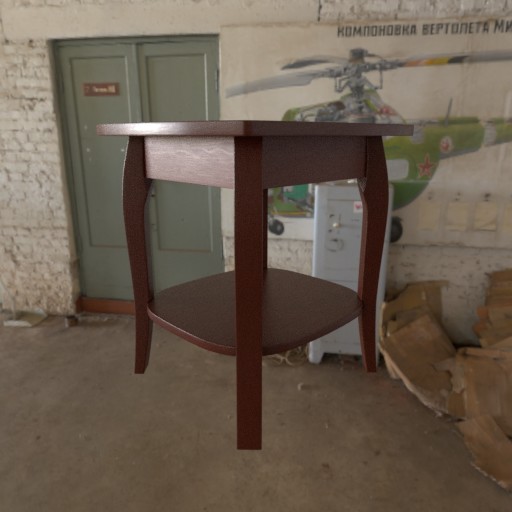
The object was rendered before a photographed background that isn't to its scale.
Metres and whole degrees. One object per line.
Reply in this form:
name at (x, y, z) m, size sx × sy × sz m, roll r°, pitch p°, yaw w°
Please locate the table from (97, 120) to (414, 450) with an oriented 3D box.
table at (0.000, 0.000, 0.874) m, size 0.502 × 0.496 × 0.433 m, roll -14°, pitch 21°, yaw -42°
